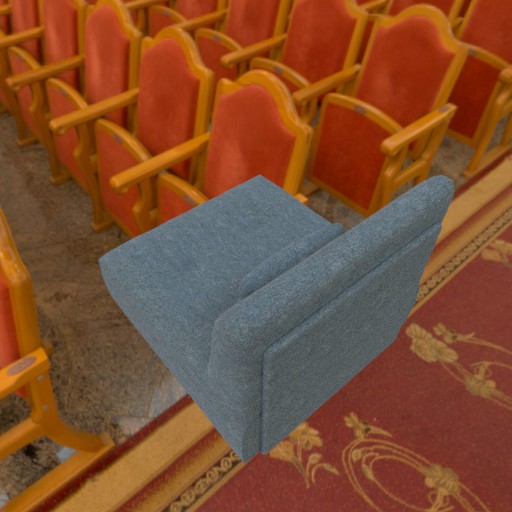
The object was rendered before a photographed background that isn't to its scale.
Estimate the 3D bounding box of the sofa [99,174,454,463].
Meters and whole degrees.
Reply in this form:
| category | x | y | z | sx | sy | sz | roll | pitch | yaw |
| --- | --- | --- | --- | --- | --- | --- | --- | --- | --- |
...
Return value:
| category | x | y | z | sx | sy | sz | roll | pitch | yaw |
| --- | --- | --- | --- | --- | --- | --- | --- | --- | --- |
| sofa | 0.000 | 0.000 | 1.738 | 0.930 | 0.820 | 1.000 | -31 | 54 | -27 |
